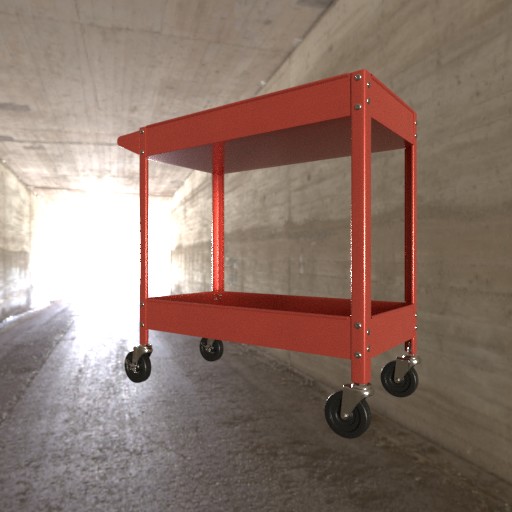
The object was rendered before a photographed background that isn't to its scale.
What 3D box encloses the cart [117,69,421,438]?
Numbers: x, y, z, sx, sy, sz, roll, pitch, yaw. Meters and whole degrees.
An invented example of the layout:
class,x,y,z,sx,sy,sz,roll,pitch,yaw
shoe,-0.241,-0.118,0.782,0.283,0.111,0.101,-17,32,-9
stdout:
class,x,y,z,sx,sy,sz,roll,pitch,yaw
cart,0.000,0.000,1.203,0.779,0.719,0.366,0,0,36
